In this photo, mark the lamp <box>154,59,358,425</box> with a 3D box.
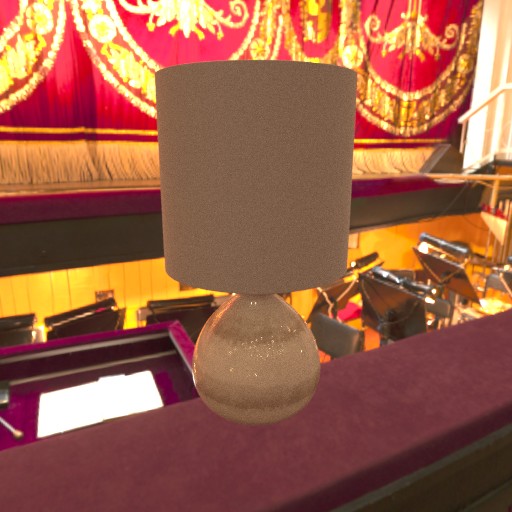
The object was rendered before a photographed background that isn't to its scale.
[{"bbox_3d":[0.000,0.000,0.534,0.217,0.404,0.217,-7,16,-25],"label":"lamp"}]
